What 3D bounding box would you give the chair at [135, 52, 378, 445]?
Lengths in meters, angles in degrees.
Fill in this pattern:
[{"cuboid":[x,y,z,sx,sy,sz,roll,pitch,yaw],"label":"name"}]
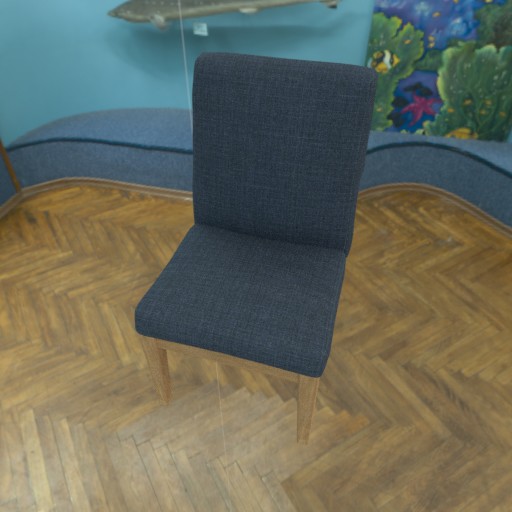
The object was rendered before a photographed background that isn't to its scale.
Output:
[{"cuboid":[0.000,0.000,1.252,0.507,0.911,0.586,11,43,12],"label":"chair"}]
